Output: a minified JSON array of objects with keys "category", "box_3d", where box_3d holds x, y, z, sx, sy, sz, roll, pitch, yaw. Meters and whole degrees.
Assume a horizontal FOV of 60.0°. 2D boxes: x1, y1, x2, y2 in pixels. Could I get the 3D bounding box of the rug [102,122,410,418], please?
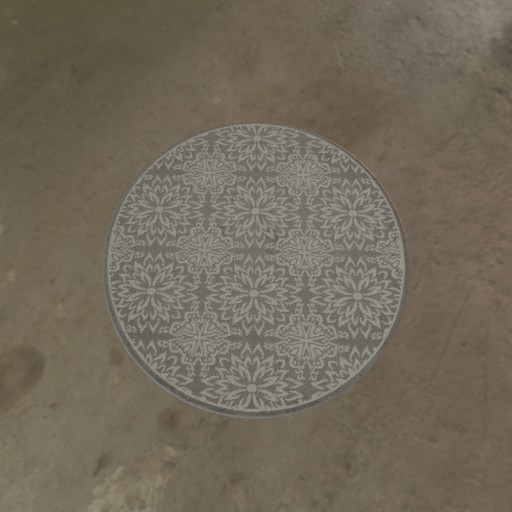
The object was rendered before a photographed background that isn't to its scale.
[{"category":"rug","box_3d":[0.000,0.000,2.307,1.593,0.012,1.593,0,74,0]}]
